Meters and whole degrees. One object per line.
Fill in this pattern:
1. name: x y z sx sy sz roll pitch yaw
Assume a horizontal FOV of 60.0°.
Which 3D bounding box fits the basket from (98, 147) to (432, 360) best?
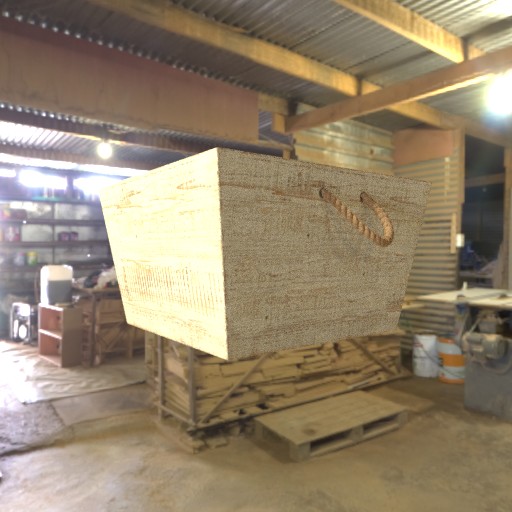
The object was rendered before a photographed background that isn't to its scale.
1. basket: 0.000 0.000 0.770 0.413 0.247 0.545 -1 1 -37
